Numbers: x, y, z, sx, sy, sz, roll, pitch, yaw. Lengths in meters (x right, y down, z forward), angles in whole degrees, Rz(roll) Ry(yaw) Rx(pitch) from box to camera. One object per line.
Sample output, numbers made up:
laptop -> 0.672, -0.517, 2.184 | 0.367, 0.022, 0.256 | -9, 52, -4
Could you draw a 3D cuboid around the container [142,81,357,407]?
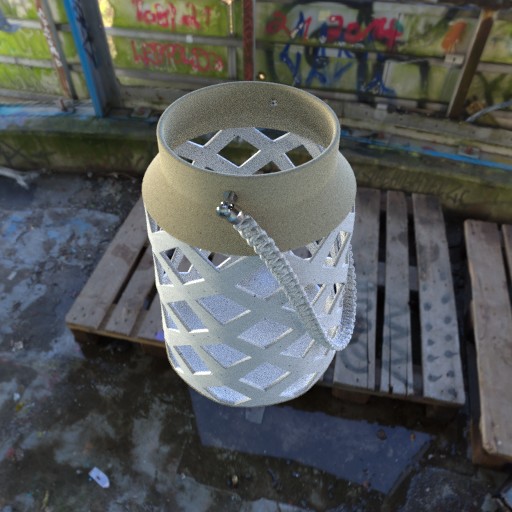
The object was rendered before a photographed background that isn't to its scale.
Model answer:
container -> 0.000, 0.000, 0.399 | 0.198, 0.264, 0.188 | 10, 48, 10
